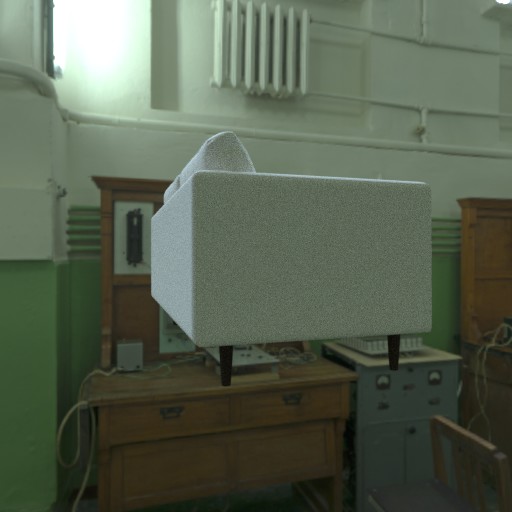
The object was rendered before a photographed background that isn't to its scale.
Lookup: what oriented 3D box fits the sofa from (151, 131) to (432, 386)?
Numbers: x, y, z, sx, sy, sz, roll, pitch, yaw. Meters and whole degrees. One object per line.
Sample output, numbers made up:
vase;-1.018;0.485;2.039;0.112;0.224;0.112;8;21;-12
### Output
sofa;0.000;0.000;2.302;0.940;0.893;1.713;0;1;-18
